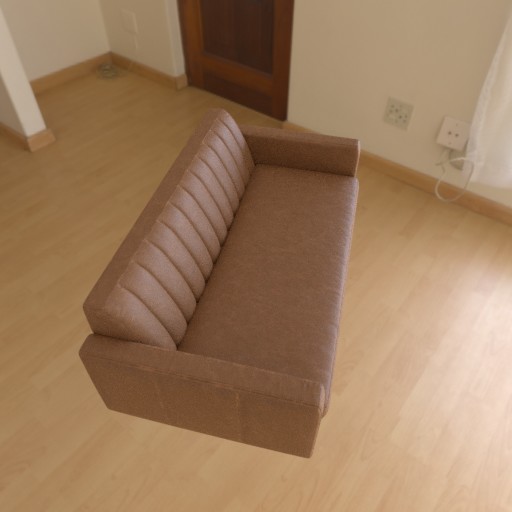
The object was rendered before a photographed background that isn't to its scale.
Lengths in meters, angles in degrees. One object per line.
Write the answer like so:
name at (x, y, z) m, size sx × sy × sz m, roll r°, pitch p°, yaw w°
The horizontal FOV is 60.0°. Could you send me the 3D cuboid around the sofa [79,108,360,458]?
sofa at (0.000, 0.000, 2.413) m, size 0.993 × 0.821 × 1.847 m, roll 10°, pitch 47°, yaw 9°
